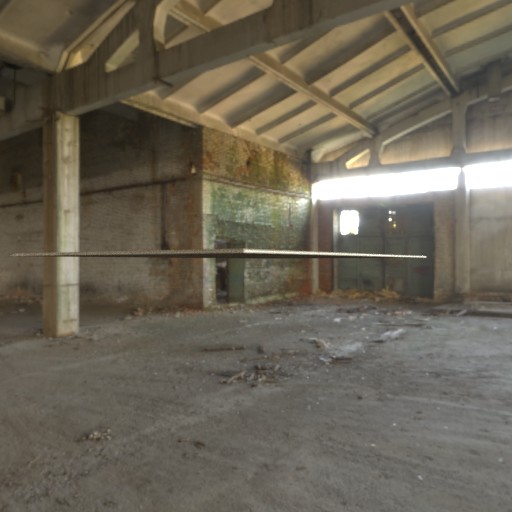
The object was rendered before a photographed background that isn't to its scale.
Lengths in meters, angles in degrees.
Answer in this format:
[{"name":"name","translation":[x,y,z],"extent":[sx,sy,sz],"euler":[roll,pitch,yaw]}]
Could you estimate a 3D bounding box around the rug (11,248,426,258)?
[{"name":"rug","translation":[0.000,0.000,3.374],"extent":[1.819,0.018,2.746],"euler":[-1,-1,35]}]
